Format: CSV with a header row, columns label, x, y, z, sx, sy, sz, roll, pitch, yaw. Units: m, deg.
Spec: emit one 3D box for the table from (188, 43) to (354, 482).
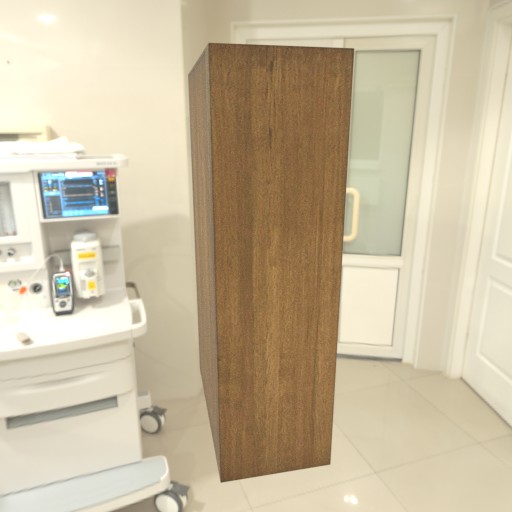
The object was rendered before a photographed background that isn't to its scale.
label,x,y,z,sx,sy,sz,roll,pitch,yaw
table,0.000,0.000,2.499,0.600,2.000,1.100,-4,17,-12
